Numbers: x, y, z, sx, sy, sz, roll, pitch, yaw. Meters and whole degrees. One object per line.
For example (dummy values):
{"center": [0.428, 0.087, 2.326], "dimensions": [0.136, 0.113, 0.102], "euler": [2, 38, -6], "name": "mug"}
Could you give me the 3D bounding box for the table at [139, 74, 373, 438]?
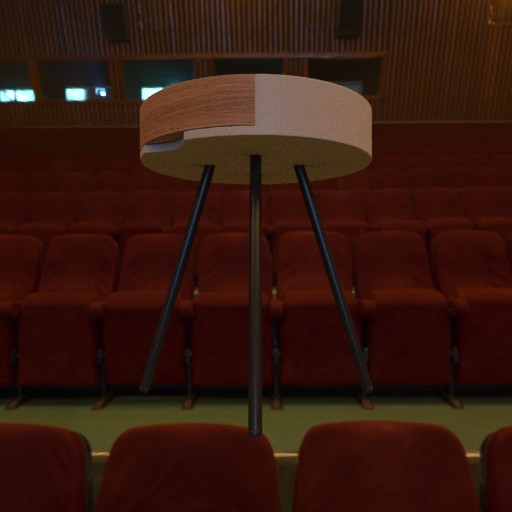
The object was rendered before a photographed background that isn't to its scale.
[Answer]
{"center": [0.000, 0.000, 0.854], "dimensions": [0.450, 0.525, 0.450], "euler": [0, 0, 0], "name": "table"}
